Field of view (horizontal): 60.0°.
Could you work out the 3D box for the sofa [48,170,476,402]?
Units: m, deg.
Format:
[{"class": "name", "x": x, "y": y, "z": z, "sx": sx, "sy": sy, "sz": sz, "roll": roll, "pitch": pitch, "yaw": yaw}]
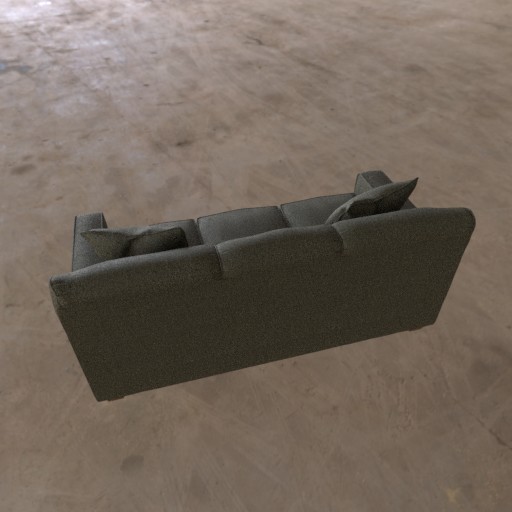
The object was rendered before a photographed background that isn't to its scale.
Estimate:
[{"class": "sofa", "x": 0.000, "y": 0.000, "z": 2.607, "sx": 2.024, "sy": 0.958, "sz": 0.997, "roll": -10, "pitch": 43, "yaw": -11}]
